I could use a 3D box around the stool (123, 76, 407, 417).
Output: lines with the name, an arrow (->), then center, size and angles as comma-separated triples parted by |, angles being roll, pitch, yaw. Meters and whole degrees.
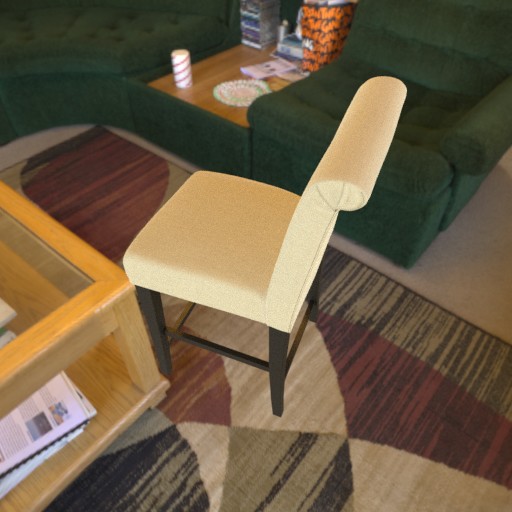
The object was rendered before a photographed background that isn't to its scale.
stool -> 0.000, 0.000, 1.302 | 0.597, 0.976, 0.452 | 16, 48, 15
